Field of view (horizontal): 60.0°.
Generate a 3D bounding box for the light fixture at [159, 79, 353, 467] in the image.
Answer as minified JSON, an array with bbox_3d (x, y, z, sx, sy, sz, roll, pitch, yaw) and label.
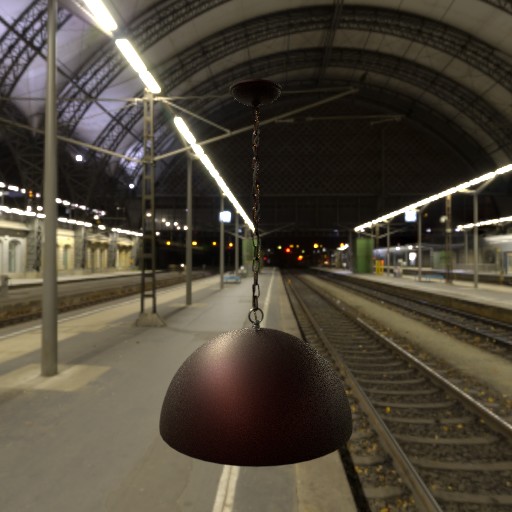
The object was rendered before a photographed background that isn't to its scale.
[{"bbox_3d":[0.000,0.000,1.155,0.492,0.869,0.492,0,-1,-19],"label":"light fixture"}]
